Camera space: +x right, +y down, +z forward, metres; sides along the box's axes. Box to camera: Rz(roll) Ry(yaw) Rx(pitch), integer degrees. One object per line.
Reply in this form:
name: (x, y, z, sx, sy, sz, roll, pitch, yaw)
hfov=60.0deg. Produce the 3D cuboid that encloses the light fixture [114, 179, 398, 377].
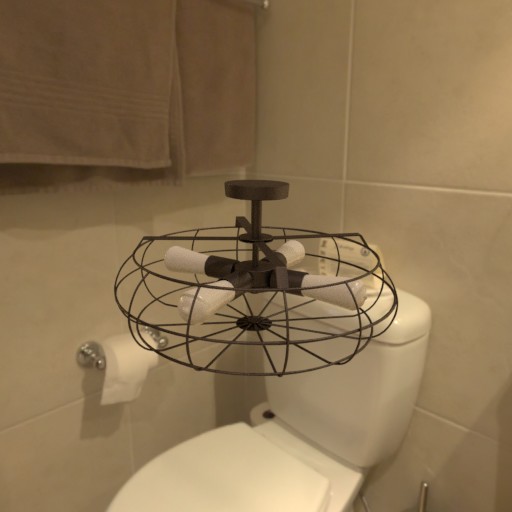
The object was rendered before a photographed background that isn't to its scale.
light fixture: (0.000, 0.000, 0.941, 0.582, 0.311, 0.582, 0, 15, 0)
